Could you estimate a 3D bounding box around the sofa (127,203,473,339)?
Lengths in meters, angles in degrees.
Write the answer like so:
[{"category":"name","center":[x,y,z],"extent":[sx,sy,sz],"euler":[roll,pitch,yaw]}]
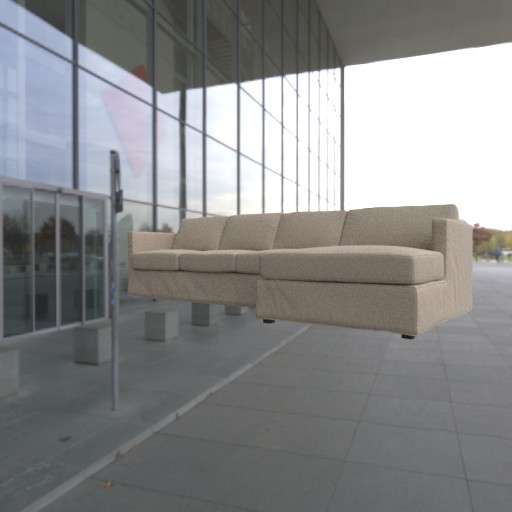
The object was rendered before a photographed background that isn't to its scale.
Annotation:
[{"category":"sofa","center":[0.000,0.000,3.838],"extent":[3.177,0.867,1.622],"euler":[0,1,36]}]
